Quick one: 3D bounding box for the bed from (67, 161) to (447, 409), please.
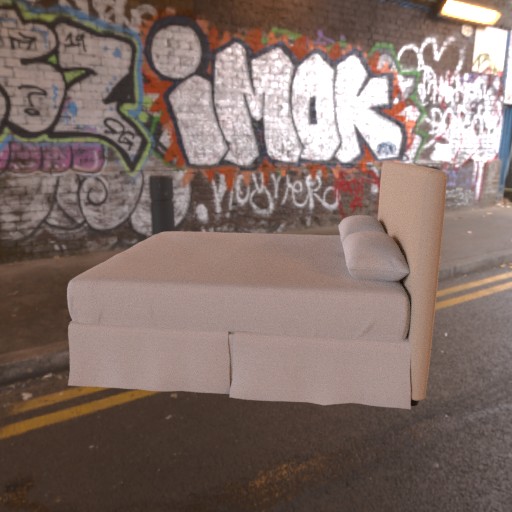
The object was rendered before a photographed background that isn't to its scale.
[{"bbox_3d":[0.000,0.000,3.235,2.142,1.330,1.748,2,14,8],"label":"bed"}]
